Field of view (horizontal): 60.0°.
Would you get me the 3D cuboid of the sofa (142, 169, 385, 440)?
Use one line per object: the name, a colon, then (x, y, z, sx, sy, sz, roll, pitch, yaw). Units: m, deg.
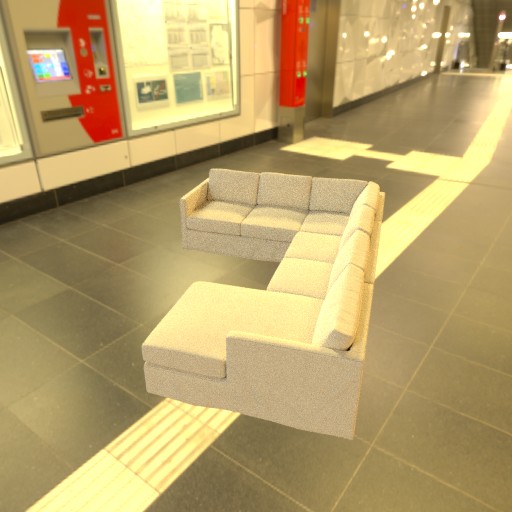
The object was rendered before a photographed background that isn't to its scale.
sofa: (0.000, 0.000, 4.622, 2.427, 0.882, 3.460, 8, 28, 15)
